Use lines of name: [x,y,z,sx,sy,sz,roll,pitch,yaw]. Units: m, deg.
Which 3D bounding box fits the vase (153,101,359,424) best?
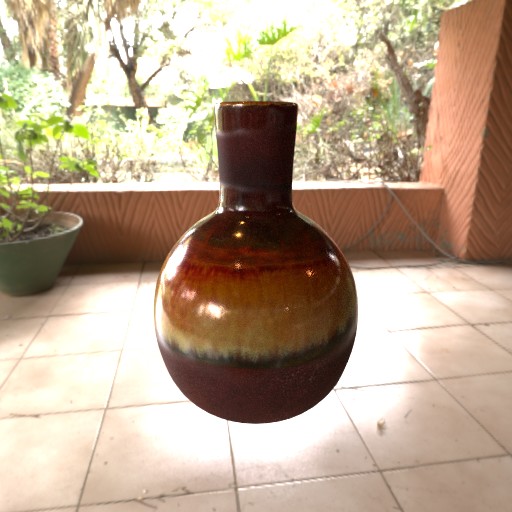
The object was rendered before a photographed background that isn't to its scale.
vase: [0.000,0.000,0.237,0.111,0.154,0.111,0,16,0]
